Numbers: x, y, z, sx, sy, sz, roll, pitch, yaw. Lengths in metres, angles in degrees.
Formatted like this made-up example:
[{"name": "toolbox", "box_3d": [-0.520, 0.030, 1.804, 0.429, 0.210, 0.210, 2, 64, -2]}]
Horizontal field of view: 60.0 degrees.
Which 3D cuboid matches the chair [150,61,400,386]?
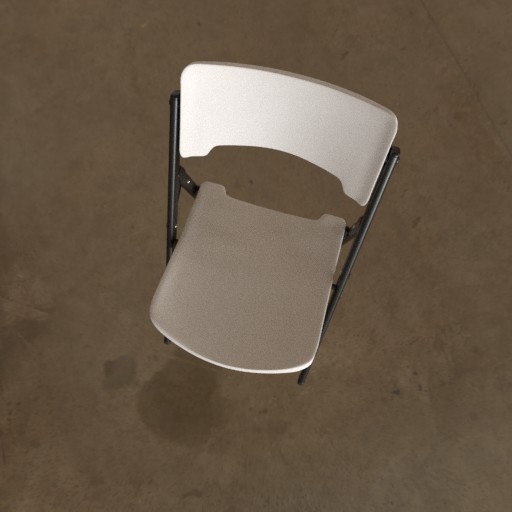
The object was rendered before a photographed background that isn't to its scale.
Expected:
[{"name": "chair", "box_3d": [0.000, 0.000, 1.140, 0.482, 0.765, 0.577, 16, 75, 4]}]
